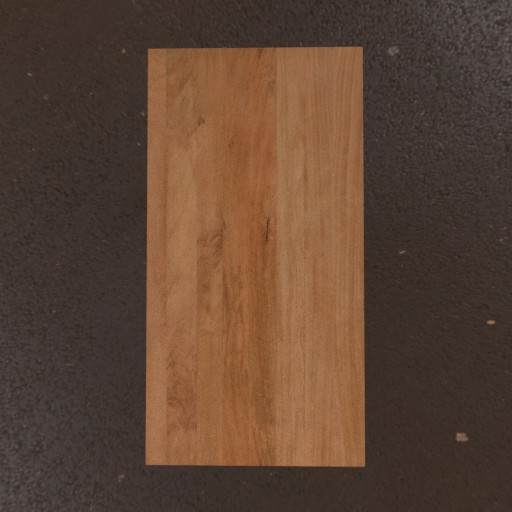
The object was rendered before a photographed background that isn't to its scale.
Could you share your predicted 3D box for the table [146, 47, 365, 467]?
[{"bbox_3d":[0.000,0.000,1.627,0.699,0.400,1.348,0,89,1],"label":"table"}]
